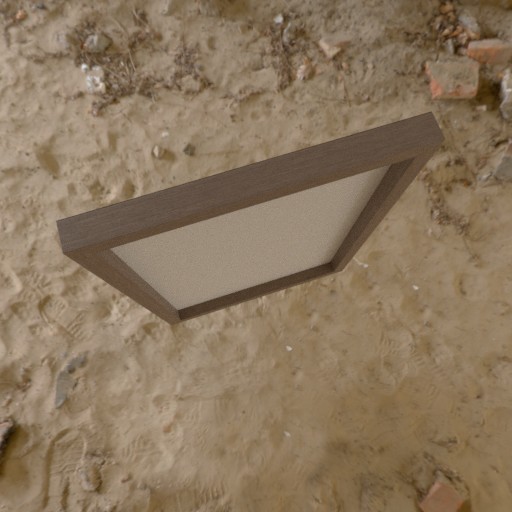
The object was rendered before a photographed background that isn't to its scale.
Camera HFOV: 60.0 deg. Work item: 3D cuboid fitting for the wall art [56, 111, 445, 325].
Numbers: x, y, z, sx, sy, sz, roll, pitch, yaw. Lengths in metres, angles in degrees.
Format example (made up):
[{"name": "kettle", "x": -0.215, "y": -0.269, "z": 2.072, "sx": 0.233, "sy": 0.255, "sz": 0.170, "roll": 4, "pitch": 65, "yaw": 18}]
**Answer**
[{"name": "wall art", "x": 0.000, "y": 0.000, "z": 0.643, "sx": 0.358, "sy": 0.510, "sz": 0.032, "roll": -17, "pitch": 75, "yaw": -5}]
